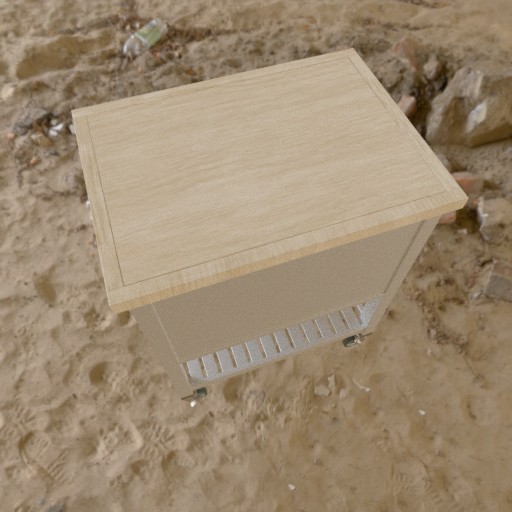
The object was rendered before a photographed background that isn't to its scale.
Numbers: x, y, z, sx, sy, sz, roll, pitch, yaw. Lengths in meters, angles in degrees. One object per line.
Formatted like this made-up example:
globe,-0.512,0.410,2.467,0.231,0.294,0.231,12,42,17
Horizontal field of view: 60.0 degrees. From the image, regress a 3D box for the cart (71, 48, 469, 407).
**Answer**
cart,0.000,0.000,1.401,0.762,0.914,0.559,-17,60,-10
